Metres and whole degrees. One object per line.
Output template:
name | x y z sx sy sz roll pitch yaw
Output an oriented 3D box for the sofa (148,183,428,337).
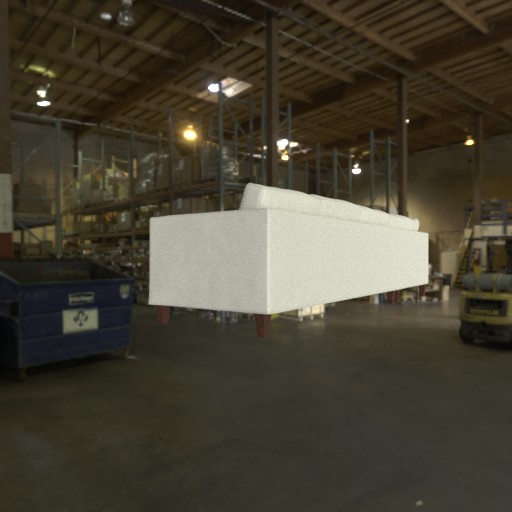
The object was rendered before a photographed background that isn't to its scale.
sofa | 0.000 0.000 4.284 2.432 0.863 3.182 0 0 36
